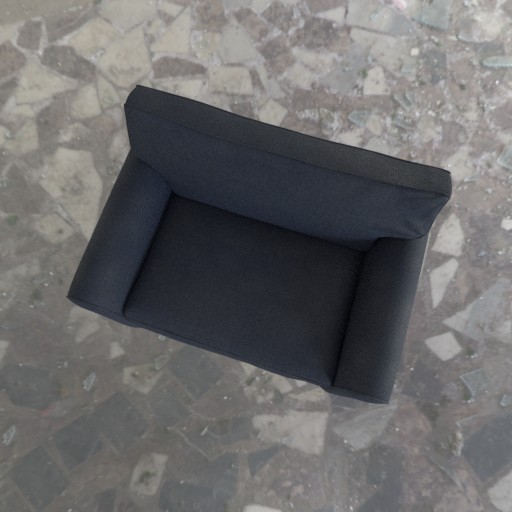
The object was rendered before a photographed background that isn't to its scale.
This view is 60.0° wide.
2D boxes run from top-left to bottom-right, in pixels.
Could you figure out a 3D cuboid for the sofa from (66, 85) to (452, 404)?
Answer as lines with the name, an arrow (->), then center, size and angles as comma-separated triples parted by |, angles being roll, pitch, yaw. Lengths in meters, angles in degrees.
sofa -> 0.000, 0.000, 2.029 | 1.405, 1.004, 0.938 | 17, 75, 5
